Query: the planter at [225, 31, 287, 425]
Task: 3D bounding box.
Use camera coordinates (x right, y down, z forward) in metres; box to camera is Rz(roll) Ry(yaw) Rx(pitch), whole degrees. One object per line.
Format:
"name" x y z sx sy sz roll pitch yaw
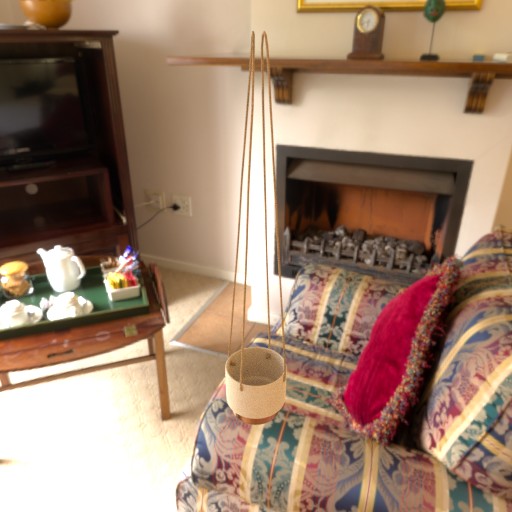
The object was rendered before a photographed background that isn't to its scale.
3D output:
"planter" 0.000 0.000 0.928 0.146 0.841 0.146 -8 27 -16
